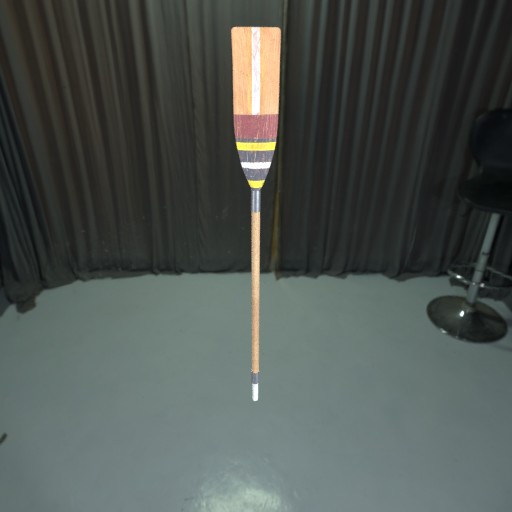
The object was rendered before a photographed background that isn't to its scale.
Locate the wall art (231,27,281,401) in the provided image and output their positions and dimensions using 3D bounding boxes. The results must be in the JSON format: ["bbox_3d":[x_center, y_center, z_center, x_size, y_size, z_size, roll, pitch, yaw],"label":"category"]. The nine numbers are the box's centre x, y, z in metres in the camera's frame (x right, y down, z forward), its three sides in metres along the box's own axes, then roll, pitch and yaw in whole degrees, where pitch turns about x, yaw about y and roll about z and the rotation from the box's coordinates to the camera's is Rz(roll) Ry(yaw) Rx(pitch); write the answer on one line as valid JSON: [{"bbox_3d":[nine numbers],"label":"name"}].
[{"bbox_3d":[0.000,0.000,1.693,0.146,1.556,0.038,-1,30,-2],"label":"wall art"}]
